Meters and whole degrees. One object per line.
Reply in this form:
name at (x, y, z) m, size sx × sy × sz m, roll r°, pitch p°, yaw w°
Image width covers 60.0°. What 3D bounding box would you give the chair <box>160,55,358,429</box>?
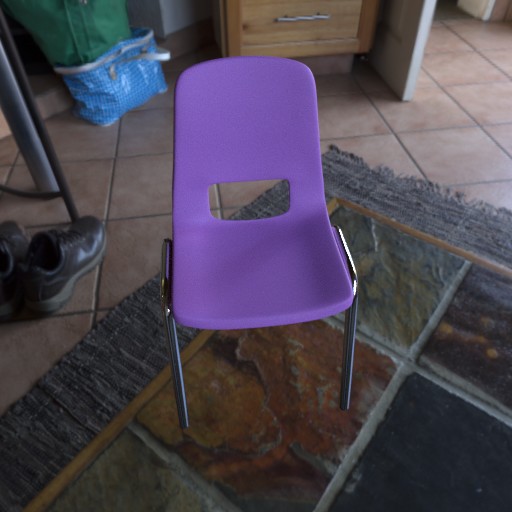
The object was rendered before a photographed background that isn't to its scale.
chair at (0.000, 0.000, 0.683) m, size 0.291 × 0.493 × 0.301 m, roll -5°, pitch 45°, yaw -5°
